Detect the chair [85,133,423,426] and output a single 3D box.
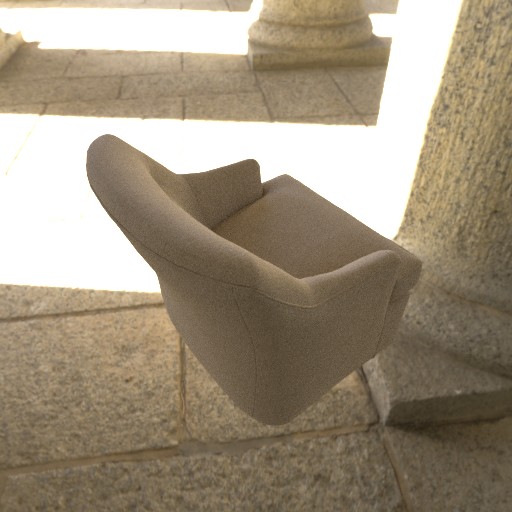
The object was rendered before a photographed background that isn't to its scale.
[{"bbox_3d":[0.000,0.000,1.570,0.923,0.856,0.864,-26,47,-27],"label":"chair"}]
